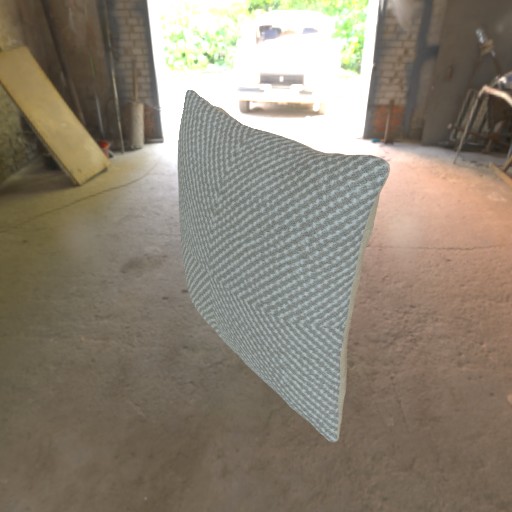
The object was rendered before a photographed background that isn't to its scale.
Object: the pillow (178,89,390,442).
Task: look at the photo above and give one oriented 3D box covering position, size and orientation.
[{"bbox_3d":[0.000,0.000,0.736,0.181,0.458,0.459,-20,37,-29],"label":"pillow"}]
